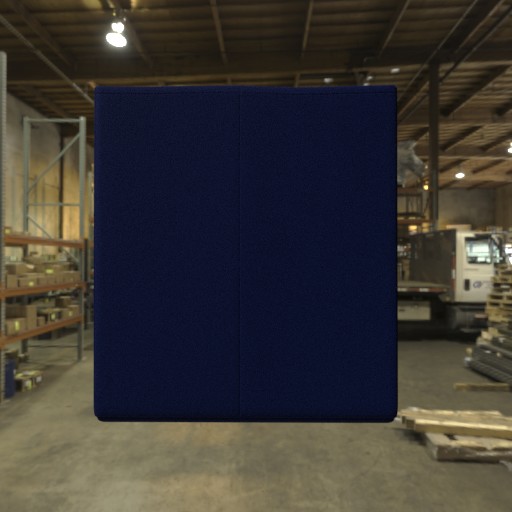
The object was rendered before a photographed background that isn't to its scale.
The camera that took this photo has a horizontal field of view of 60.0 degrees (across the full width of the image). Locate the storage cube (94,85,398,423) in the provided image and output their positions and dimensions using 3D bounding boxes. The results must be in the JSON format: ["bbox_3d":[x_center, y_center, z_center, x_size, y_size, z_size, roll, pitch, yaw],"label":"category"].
[{"bbox_3d":[0.000,0.000,0.497,0.270,0.280,0.270,0,0,1],"label":"storage cube"}]
